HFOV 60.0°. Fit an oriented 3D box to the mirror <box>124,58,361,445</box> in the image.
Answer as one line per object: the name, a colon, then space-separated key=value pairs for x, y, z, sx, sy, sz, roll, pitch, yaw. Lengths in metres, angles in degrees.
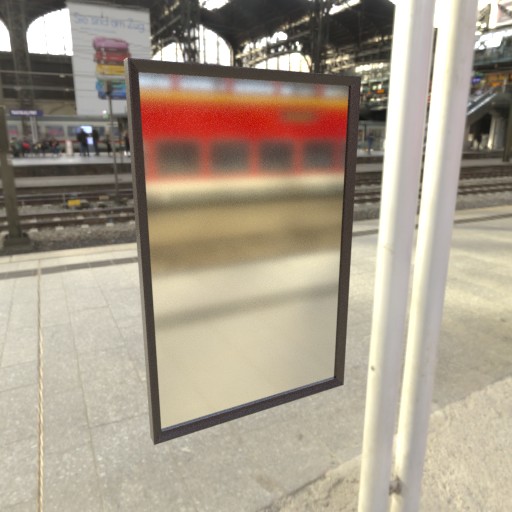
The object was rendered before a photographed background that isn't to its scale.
mirror: x=0.000 y=0.000 z=1.168 sx=0.609 sy=0.915 sz=0.041 roll=-8 pitch=17 yaw=-27
